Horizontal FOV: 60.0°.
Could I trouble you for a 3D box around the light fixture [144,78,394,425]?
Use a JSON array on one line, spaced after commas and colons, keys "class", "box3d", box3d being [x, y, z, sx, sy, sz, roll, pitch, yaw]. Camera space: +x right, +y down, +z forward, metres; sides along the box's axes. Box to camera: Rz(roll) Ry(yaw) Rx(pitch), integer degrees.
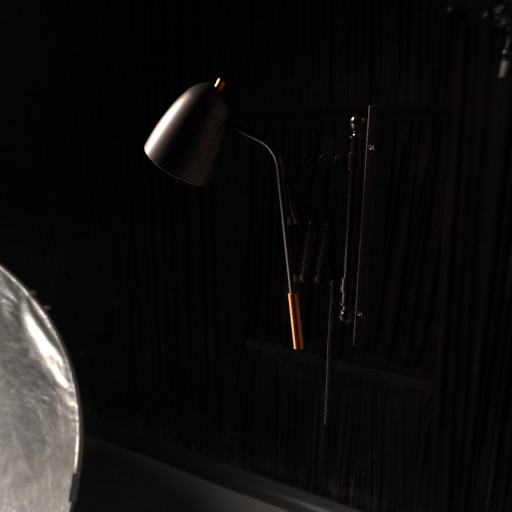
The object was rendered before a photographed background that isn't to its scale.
[{"class": "light fixture", "box3d": [0.000, 0.000, 0.945, 0.499, 0.715, 0.162, 7, 17, 24]}]
